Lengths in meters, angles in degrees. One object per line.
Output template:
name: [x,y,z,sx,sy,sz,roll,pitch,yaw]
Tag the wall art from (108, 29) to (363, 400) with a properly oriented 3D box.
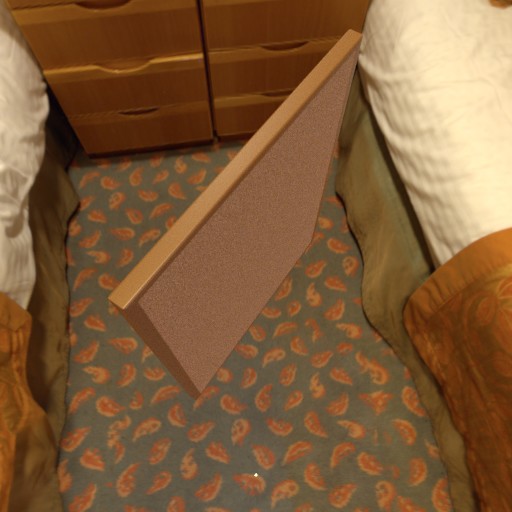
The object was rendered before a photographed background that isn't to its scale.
wall art: [0.000,0.000,0.504,0.015,0.379,0.310,32,68,15]
